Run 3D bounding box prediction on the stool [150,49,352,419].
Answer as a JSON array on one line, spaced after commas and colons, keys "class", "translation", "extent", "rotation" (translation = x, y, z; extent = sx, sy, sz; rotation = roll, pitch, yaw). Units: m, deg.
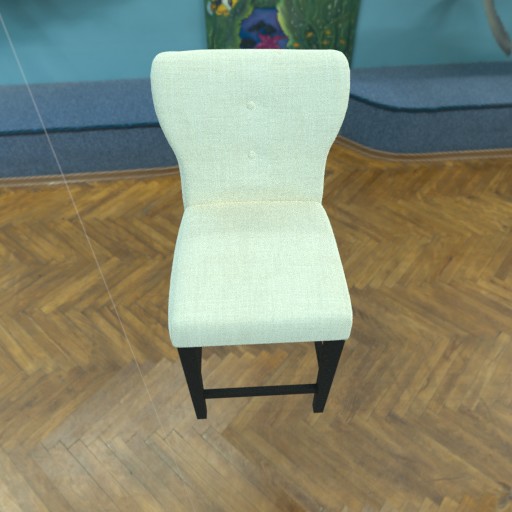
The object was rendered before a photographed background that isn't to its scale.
[{"class": "stool", "translation": [0.000, 0.000, 1.310], "extent": [0.514, 0.972, 0.603], "rotation": [-2, 47, -2]}]
